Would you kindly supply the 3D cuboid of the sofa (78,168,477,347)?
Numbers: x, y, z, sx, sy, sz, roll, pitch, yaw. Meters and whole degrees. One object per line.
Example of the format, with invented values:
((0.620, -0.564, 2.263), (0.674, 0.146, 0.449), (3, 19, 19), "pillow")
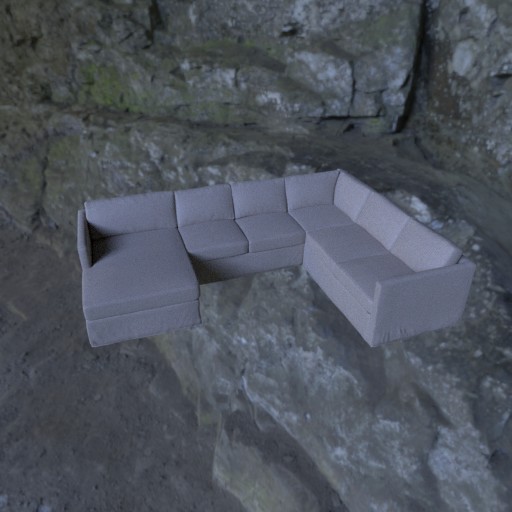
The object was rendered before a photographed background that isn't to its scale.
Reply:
((0.000, 0.000, 4.685), (3.528, 0.878, 2.476), (-10, 32, -16), "sofa")
